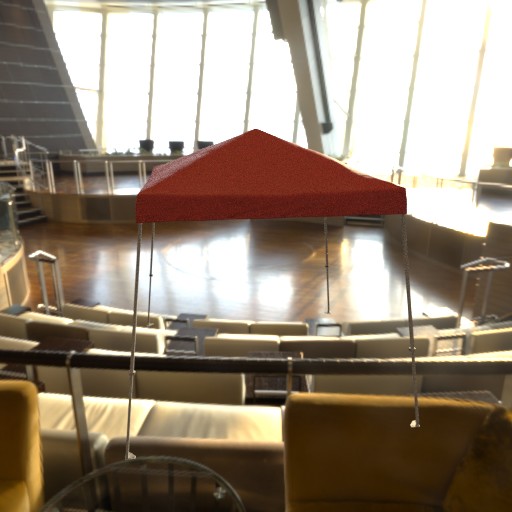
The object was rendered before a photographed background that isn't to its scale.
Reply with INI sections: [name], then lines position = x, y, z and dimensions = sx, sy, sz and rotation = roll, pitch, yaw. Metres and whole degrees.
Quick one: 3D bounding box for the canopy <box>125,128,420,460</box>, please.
[canopy]
position = 0.000, 0.000, 6.489
dimensions = 3.599, 3.600, 3.600
rotation = -3, 17, -9
